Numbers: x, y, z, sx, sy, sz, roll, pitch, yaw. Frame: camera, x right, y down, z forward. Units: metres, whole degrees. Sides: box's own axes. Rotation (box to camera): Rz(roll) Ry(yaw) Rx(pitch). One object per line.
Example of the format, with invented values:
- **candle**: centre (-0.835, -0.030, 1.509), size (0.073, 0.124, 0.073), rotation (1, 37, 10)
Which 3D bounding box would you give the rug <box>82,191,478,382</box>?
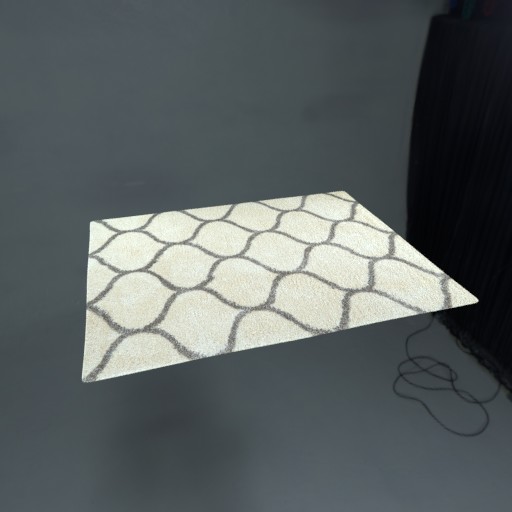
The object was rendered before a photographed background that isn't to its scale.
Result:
- **rug**: centre (0.000, 0.000, 4.142), size (3.000, 0.026, 2.399), rotation (-9, 32, -14)
